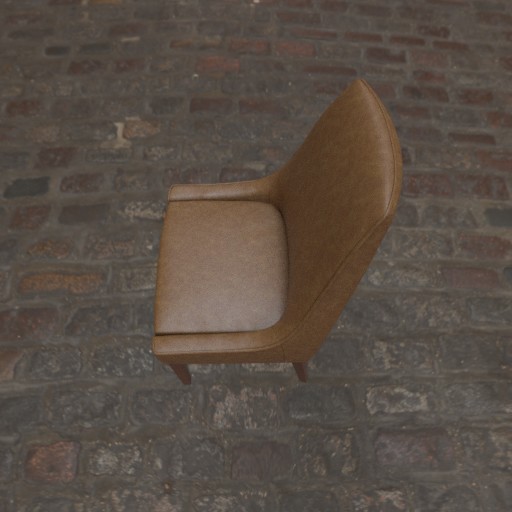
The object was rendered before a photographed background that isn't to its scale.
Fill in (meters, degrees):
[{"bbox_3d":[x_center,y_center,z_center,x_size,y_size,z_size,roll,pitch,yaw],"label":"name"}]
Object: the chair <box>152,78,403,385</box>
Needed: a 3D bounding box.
[{"bbox_3d":[0.000,0.000,1.192,0.544,0.861,0.529,-1,60,0],"label":"chair"}]
